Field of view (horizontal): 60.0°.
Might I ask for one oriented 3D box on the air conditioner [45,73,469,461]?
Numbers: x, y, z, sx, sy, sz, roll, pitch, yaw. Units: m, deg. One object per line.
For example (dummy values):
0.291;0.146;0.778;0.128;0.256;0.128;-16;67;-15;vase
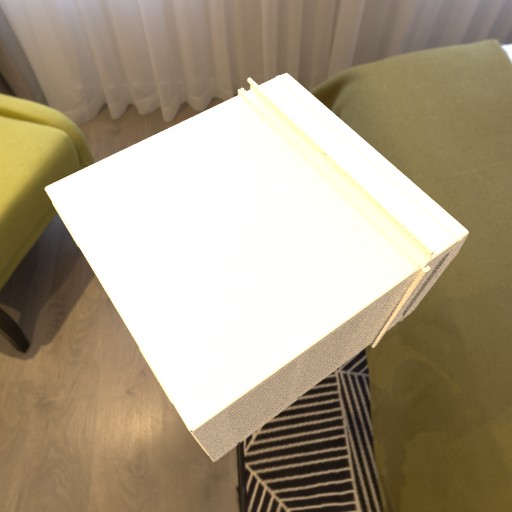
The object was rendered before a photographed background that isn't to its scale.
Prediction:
0.000;0.000;0.875;0.546;0.388;0.503;-31;64;-17;air conditioner
